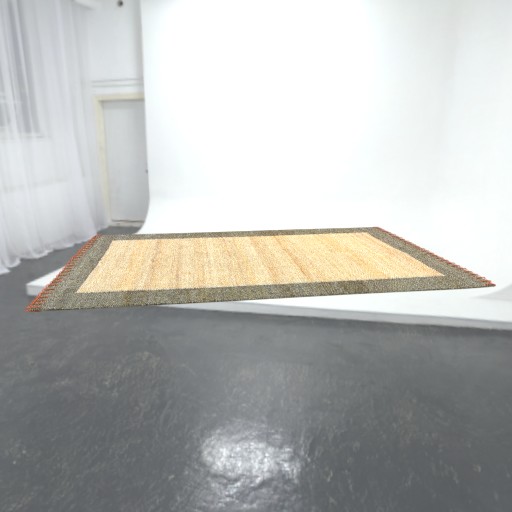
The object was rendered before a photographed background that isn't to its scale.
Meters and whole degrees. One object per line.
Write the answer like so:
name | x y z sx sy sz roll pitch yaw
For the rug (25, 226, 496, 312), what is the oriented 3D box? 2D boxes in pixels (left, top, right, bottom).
rug | 0.000 0.000 2.259 1.838 0.019 1.220 -2 15 -8
